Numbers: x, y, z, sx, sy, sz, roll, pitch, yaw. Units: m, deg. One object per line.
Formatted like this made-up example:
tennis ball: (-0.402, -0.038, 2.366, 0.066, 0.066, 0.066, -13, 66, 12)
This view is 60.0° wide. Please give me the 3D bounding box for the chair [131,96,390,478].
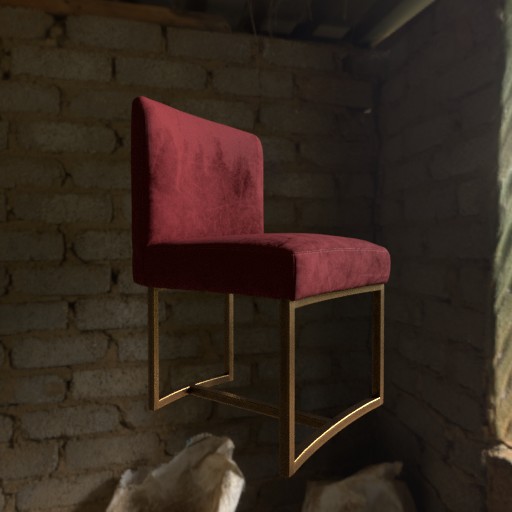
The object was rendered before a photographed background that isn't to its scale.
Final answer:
chair: (0.000, 0.000, 1.177, 0.560, 0.824, 0.530, 1, 2, 36)
